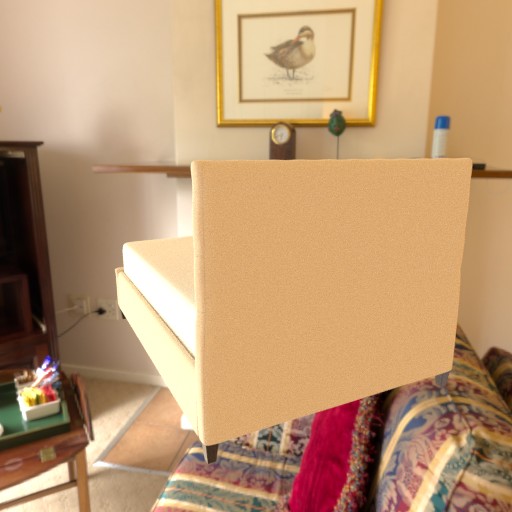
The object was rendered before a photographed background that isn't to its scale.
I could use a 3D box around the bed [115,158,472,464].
[{"bbox_3d":[0.000,0.000,3.270,1.696,1.426,2.233,-7,15,-26],"label":"bed"}]
